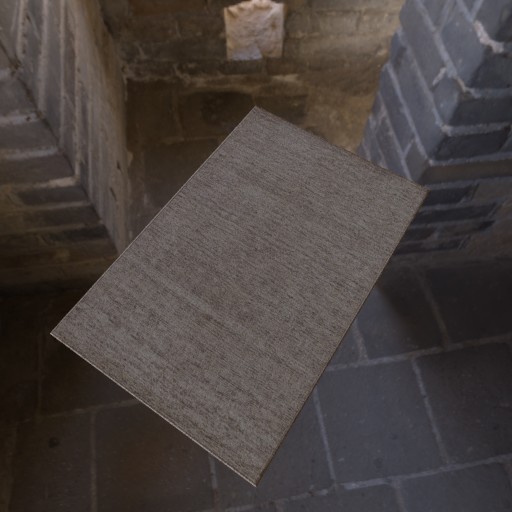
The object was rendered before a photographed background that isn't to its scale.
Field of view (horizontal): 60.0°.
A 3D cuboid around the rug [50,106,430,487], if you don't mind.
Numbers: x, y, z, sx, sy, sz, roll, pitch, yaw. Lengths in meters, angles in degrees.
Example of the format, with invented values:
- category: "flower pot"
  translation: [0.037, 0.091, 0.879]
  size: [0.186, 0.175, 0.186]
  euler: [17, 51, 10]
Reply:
- category: "rug"
  translation: [0.000, 0.000, 2.364]
  size: [1.211, 0.018, 1.822]
  euler: [30, 67, 15]
